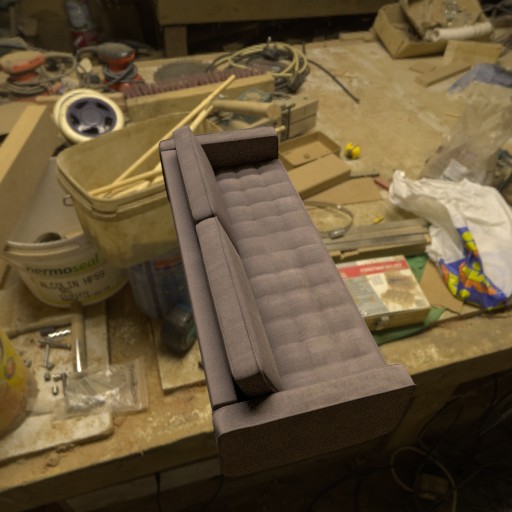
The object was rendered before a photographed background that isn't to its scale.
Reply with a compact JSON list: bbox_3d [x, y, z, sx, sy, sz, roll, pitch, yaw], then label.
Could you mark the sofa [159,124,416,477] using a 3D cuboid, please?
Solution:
[{"bbox_3d":[0.000,0.000,2.742,0.923,0.813,2.295,-11,48,-10],"label":"sofa"}]
